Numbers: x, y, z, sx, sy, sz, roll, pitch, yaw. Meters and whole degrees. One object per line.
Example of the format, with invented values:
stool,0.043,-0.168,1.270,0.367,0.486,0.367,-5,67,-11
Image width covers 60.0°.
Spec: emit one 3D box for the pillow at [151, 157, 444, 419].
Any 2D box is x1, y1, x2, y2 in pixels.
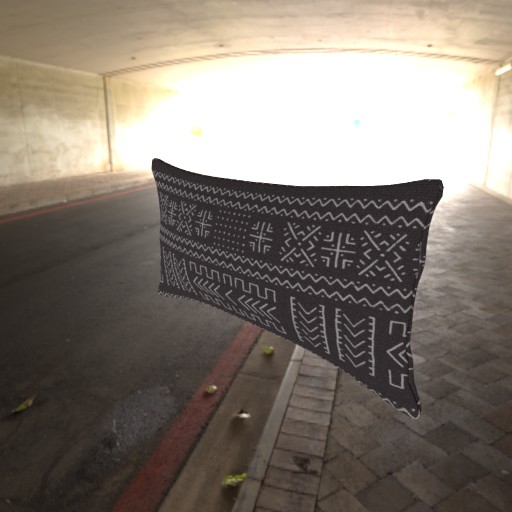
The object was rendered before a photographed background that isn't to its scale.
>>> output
pillow,0.000,0.000,0.794,0.135,0.322,0.667,-14,21,-41
